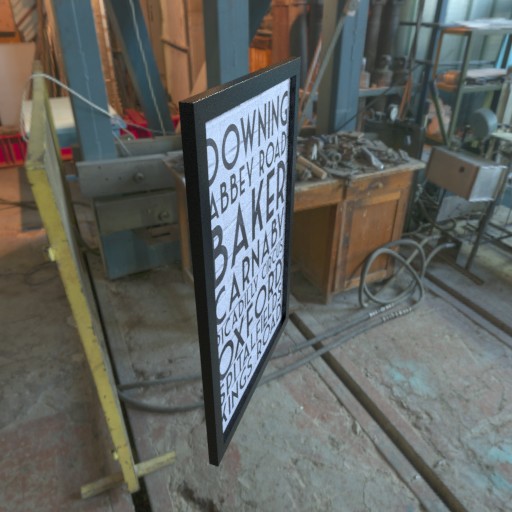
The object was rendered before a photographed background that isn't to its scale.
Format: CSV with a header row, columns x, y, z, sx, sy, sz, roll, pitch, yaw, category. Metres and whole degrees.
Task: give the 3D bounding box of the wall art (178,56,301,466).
x,y,z,sx,sy,sz,roll,pitch,yaw,category
0.000,0.000,0.852,0.019,0.656,0.462,10,32,17,wall art
